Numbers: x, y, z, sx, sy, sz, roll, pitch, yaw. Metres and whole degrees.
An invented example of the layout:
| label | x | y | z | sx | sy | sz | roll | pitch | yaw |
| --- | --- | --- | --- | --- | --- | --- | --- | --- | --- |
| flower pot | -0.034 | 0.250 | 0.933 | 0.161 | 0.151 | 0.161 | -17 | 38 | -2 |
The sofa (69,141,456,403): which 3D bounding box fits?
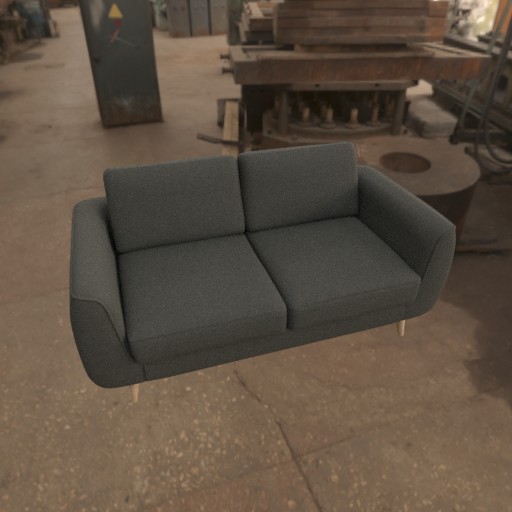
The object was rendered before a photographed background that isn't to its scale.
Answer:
| label | x | y | z | sx | sy | sz | roll | pitch | yaw |
| --- | --- | --- | --- | --- | --- | --- | --- | --- | --- |
| sofa | 0.000 | 0.000 | 2.220 | 1.700 | 0.850 | 0.920 | -10 | 34 | -15 |
